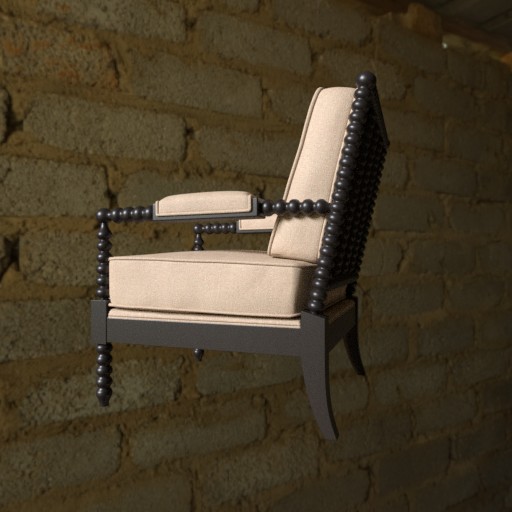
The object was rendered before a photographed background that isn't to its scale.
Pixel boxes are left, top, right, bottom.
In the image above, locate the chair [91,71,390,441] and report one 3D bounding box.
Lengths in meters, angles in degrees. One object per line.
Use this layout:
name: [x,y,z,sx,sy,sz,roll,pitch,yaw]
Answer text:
chair: [0.000,0.000,1.173,0.657,0.703,0.555,0,0,20]
